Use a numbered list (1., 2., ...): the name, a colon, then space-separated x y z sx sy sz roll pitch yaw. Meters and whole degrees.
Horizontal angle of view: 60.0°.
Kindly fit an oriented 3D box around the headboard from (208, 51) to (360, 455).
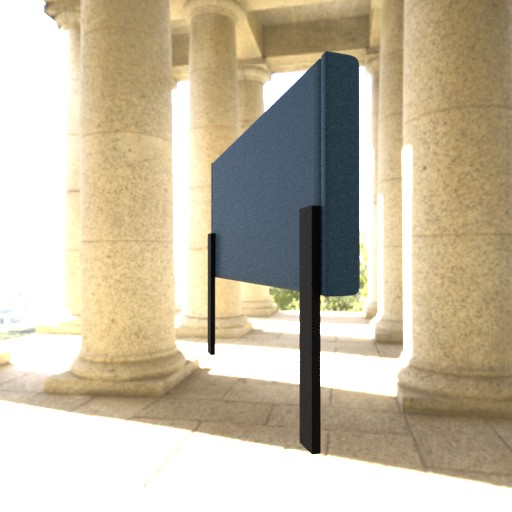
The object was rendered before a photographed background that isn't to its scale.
1. headboard: 0.000 0.000 2.645 0.184 1.524 2.051 0 -1 -18
